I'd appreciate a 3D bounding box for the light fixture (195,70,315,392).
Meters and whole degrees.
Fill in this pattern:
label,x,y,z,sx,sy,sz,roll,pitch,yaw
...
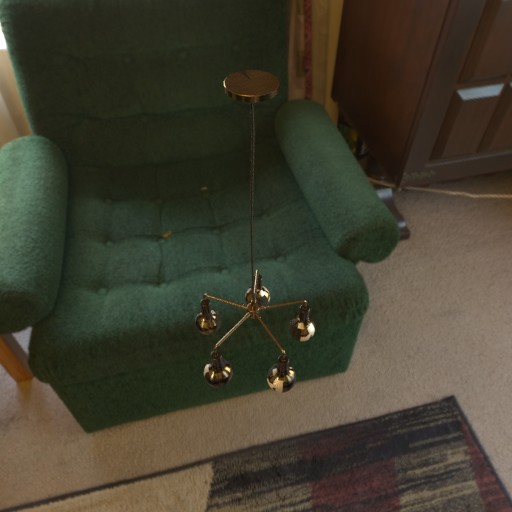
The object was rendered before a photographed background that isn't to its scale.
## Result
label,x,y,z,sx,sy,sz,roll,pitch,yaw
light fixture,0.000,0.000,1.234,0.438,0.988,0.421,-24,52,-21
